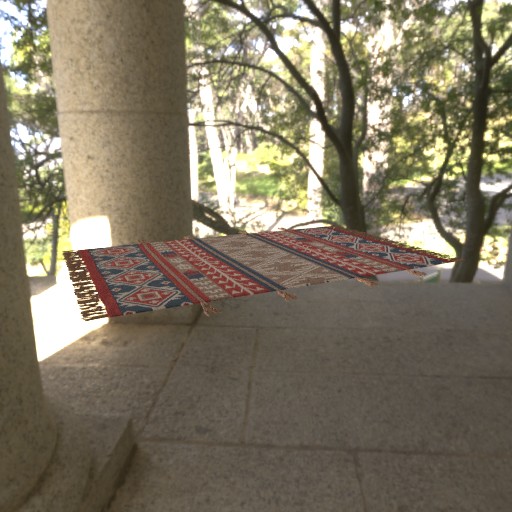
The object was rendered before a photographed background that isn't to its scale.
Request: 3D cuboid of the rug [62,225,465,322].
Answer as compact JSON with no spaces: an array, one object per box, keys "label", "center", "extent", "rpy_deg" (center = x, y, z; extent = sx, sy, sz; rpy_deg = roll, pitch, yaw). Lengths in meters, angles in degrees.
[{"label":"rug","center":[0.000,0.000,3.104],"extent":[2.450,0.048,1.778],"rpy_deg":[-7,16,-25]}]
